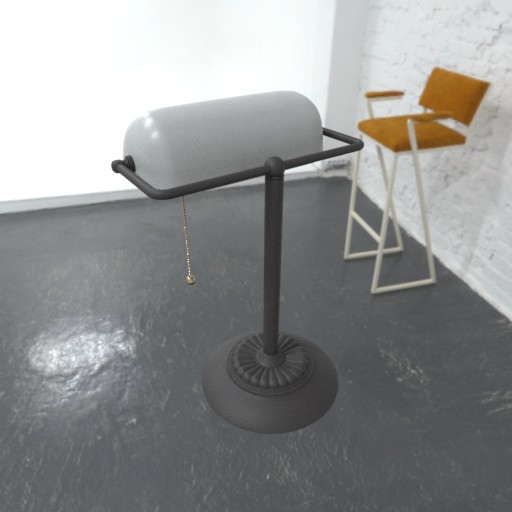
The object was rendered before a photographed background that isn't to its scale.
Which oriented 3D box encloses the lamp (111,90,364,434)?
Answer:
[{"bbox_3d":[0.000,0.000,0.520,0.264,0.339,0.243,-20,37,-29],"label":"lamp"}]
